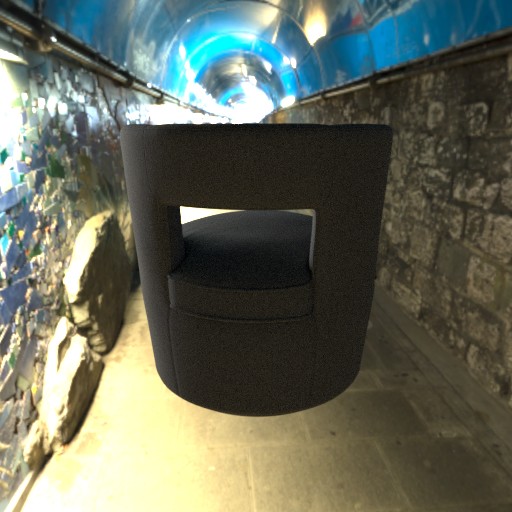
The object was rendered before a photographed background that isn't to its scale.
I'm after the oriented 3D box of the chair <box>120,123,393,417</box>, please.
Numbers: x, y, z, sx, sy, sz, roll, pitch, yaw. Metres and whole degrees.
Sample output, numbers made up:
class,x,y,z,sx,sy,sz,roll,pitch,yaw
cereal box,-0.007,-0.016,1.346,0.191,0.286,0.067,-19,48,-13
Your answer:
class,x,y,z,sx,sy,sz,roll,pitch,yaw
chair,0.000,0.000,1.265,0.689,0.719,0.660,2,16,8
